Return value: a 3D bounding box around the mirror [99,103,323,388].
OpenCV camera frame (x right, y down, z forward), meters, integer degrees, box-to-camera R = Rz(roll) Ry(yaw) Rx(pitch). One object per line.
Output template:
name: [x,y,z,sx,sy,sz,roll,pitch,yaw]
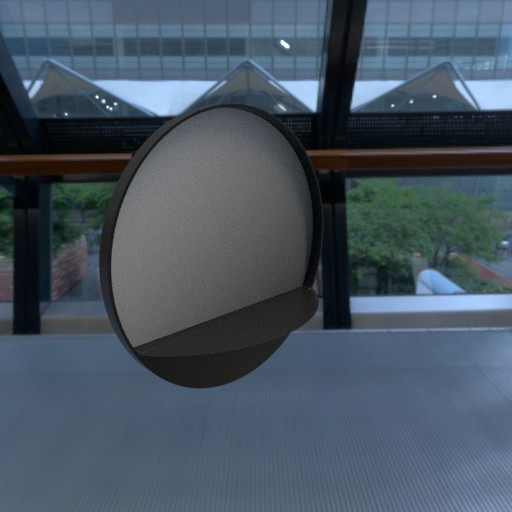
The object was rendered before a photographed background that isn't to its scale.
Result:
mirror: [0.000,0.000,0.696,0.133,0.457,0.457,14,20,43]
